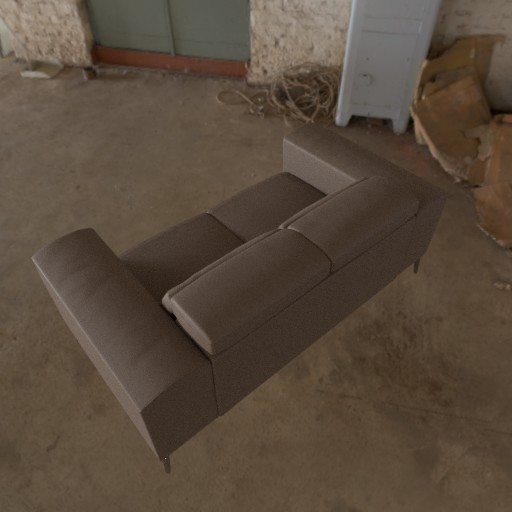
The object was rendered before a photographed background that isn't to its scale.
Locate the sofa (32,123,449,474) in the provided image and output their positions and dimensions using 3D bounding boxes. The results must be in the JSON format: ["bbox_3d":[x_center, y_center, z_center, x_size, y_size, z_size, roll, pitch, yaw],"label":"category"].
[{"bbox_3d":[0.000,0.000,2.346,1.895,0.779,1.003,-31,53,-27],"label":"sofa"}]
